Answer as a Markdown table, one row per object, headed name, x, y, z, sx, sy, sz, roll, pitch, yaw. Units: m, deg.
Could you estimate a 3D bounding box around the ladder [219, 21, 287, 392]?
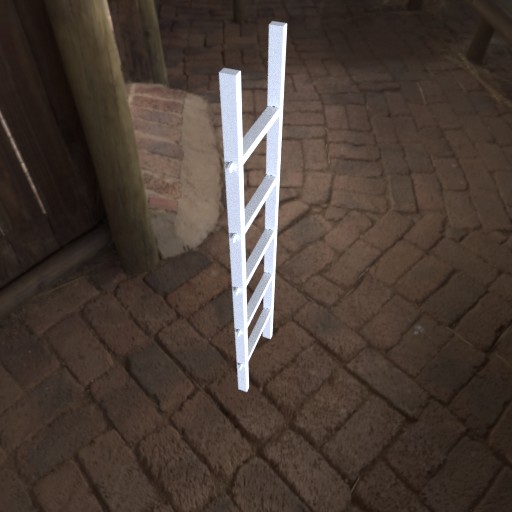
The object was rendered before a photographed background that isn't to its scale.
| name | x | y | z | sx | sy | sz | roll | pitch | yaw |
| --- | --- | --- | --- | --- | --- | --- | --- | --- | --- |
| ladder | 0.000 | 0.000 | 1.951 | 0.051 | 1.797 | 0.452 | 16 | 49 | 15 |
